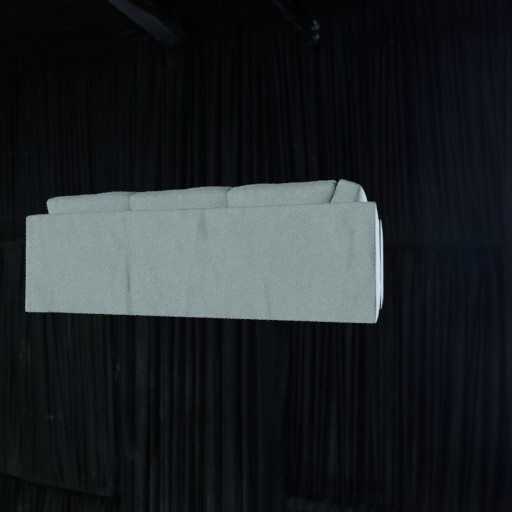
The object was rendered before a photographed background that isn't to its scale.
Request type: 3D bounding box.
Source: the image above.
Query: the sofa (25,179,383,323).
[{"bbox_3d":[0.000,0.000,4.449,2.440,0.869,3.434,0,-1,16],"label":"sofa"}]
